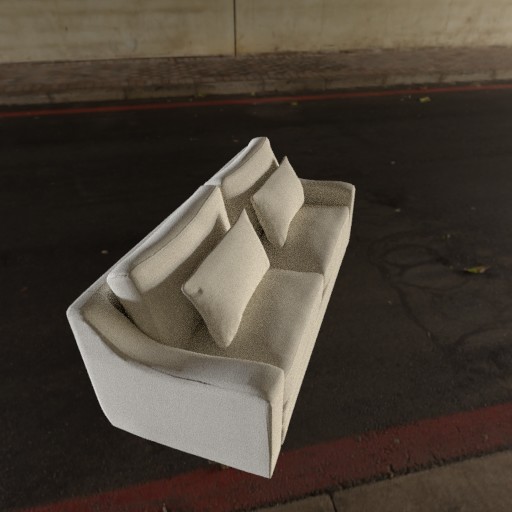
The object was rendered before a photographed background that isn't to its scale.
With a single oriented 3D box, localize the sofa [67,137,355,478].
[{"bbox_3d":[0.000,0.000,3.020,1.009,1.022,2.470,10,34,16],"label":"sofa"}]
